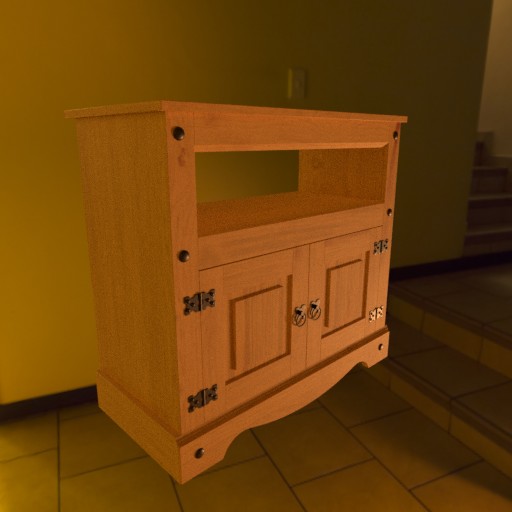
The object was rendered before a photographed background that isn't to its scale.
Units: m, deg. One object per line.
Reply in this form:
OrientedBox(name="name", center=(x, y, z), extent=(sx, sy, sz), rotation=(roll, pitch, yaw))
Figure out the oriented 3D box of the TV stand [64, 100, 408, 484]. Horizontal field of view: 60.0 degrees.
OrientedBox(name="TV stand", center=(0.000, 0.000, 1.287), extent=(0.851, 0.787, 0.430), rotation=(-14, 20, -42))
